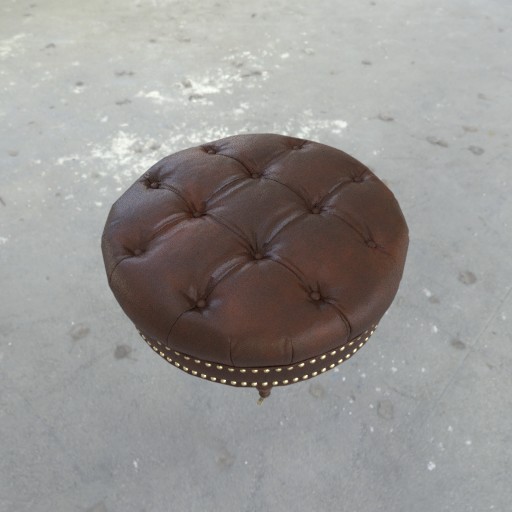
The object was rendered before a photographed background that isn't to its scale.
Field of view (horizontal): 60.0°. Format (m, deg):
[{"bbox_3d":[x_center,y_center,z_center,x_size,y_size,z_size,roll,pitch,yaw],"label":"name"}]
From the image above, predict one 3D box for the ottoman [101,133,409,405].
[{"bbox_3d":[0.000,0.000,1.413,0.901,0.455,0.901,0,47,0],"label":"ottoman"}]
